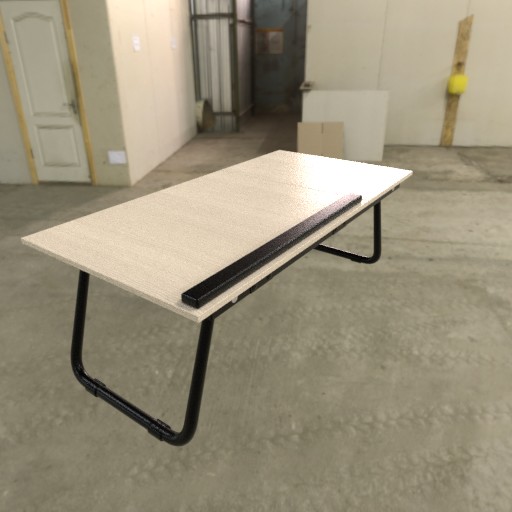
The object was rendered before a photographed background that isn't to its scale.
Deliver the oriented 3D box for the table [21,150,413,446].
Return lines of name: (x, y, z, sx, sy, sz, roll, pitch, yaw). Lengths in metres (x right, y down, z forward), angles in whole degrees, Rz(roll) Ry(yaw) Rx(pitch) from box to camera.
table: (0.000, 0.000, 0.796, 0.322, 0.242, 0.644, 18, 31, 32)
